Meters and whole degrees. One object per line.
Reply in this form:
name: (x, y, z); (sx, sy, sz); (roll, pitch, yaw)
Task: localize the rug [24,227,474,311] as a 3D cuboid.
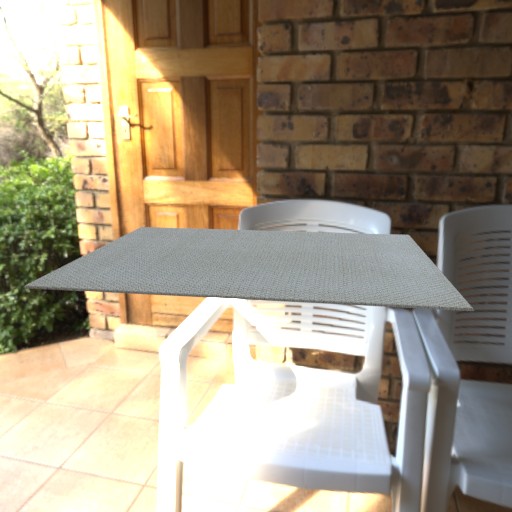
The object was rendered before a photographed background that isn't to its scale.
rug: (0.000, 0.000, 2.806); (2.144, 0.013, 1.509); (2, 15, 8)
